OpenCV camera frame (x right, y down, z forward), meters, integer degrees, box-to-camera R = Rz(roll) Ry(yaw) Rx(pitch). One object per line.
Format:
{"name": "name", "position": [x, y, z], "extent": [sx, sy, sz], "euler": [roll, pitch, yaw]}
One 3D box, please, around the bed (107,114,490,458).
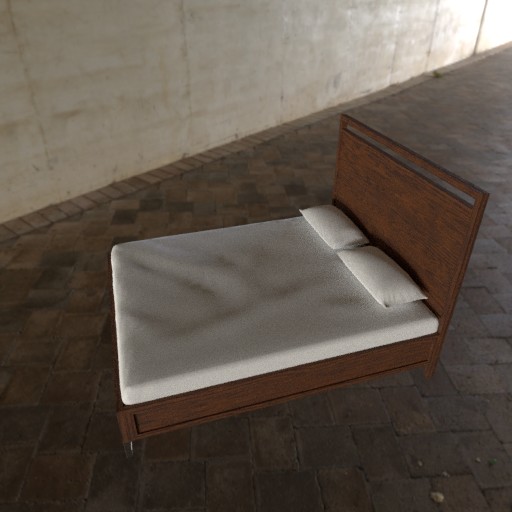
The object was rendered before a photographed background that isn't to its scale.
{"name": "bed", "position": [0.000, 0.000, 3.330], "extent": [2.218, 1.487, 1.765], "euler": [-9, 34, -15]}
